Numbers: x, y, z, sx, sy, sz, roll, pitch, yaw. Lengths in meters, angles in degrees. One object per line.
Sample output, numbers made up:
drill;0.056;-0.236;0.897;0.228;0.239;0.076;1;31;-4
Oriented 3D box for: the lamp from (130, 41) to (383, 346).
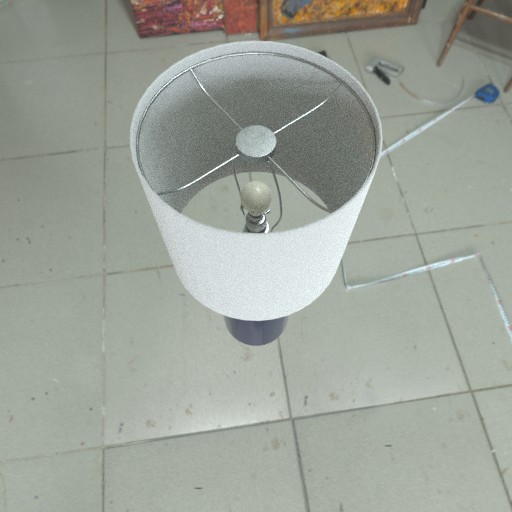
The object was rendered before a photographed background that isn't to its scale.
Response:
lamp;0.000;0.000;0.593;0.212;0.493;0.212;-35;69;-16
